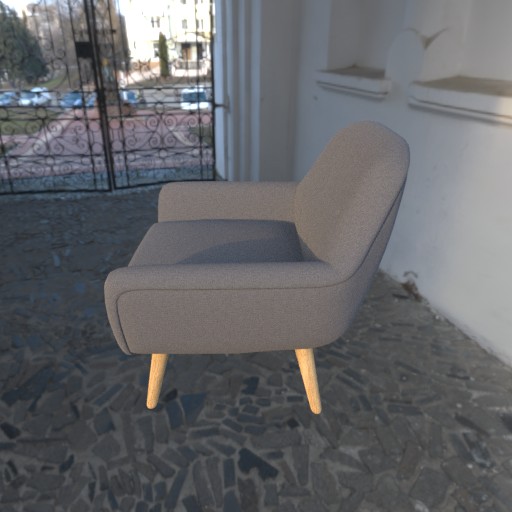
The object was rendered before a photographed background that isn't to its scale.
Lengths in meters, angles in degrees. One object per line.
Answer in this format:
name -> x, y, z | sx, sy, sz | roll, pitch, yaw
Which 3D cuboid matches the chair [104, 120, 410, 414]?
chair -> 0.000, 0.000, 1.413 | 0.779, 0.800, 0.770 | 0, 26, 0
